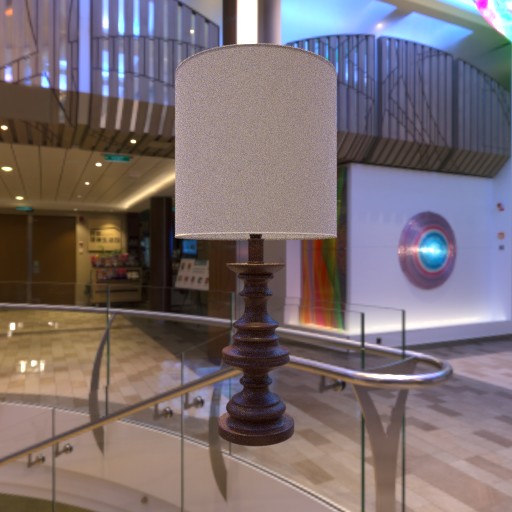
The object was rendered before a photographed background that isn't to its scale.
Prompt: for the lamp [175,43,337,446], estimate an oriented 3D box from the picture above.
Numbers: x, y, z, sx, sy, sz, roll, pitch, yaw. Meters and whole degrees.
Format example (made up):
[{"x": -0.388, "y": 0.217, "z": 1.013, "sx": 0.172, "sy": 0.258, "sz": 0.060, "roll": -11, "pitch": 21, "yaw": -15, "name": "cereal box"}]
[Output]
[{"x": 0.000, "y": 0.000, "z": 0.579, "sx": 0.208, "sy": 0.455, "sz": 0.208, "roll": 0, "pitch": 0, "yaw": 18, "name": "lamp"}]
